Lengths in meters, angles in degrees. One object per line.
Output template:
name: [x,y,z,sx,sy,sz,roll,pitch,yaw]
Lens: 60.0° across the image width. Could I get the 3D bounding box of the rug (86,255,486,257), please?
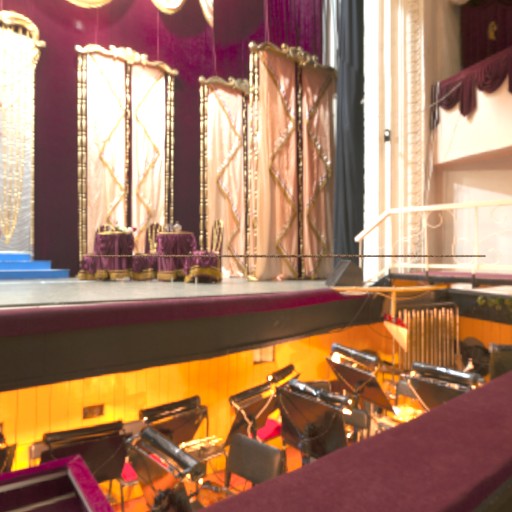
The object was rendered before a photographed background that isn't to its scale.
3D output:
rug: [0.000,0.000,2.356,1.220,0.008,1.824,0,0,-37]
